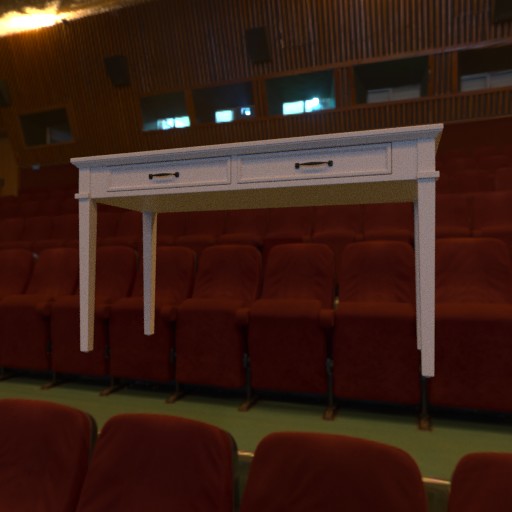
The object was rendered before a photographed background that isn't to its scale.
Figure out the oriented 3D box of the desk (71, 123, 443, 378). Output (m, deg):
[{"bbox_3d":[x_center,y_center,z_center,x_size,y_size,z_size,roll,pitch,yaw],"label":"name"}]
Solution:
[{"bbox_3d":[0.000,0.000,1.805,1.372,0.774,0.559,0,-2,18],"label":"desk"}]
